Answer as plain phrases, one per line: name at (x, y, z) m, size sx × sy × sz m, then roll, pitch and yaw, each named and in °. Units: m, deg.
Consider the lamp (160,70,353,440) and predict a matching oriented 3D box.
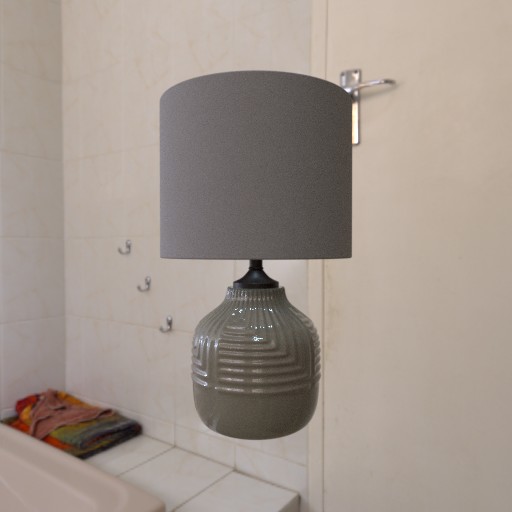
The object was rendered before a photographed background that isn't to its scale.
lamp at (0.000, 0.000, 0.751) m, size 0.318 × 0.567 × 0.318 m, roll 0°, pitch 1°, yaw 0°
